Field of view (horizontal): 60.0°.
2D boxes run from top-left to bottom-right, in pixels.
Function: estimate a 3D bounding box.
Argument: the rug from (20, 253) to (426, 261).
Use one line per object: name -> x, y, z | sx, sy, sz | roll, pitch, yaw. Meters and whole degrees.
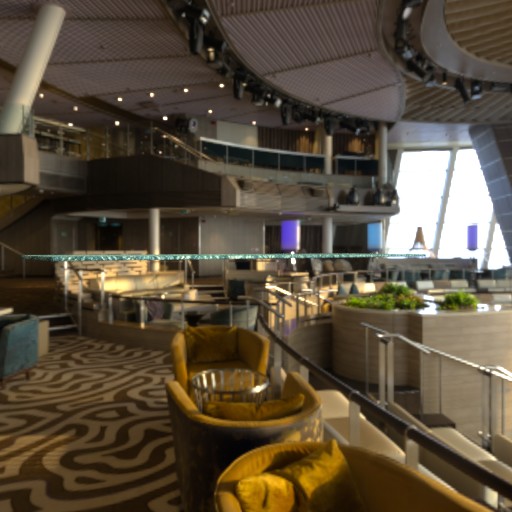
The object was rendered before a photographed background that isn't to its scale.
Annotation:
rug -> 0.000, 0.000, 2.511 | 2.286, 0.016, 0.676 | 0, 1, -36
